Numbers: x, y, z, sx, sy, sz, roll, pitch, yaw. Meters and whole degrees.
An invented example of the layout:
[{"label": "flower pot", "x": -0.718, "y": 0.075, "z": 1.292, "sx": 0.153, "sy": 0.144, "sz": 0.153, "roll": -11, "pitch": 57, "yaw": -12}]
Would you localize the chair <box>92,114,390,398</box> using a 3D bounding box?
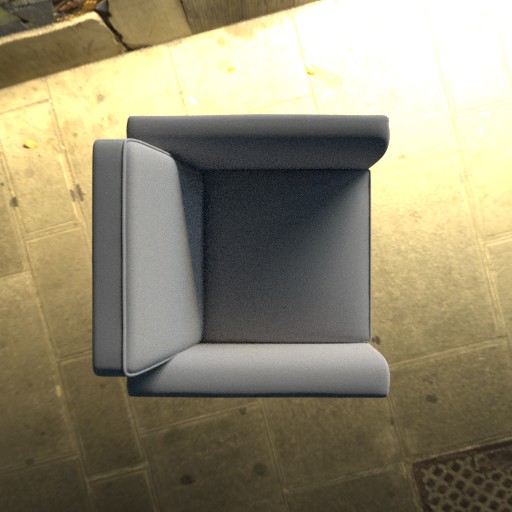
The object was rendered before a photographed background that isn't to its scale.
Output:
[{"label": "chair", "x": 0.000, "y": 0.000, "z": 1.393, "sx": 0.750, "sy": 0.780, "sz": 0.780, "roll": 0, "pitch": 90, "yaw": 0}]
